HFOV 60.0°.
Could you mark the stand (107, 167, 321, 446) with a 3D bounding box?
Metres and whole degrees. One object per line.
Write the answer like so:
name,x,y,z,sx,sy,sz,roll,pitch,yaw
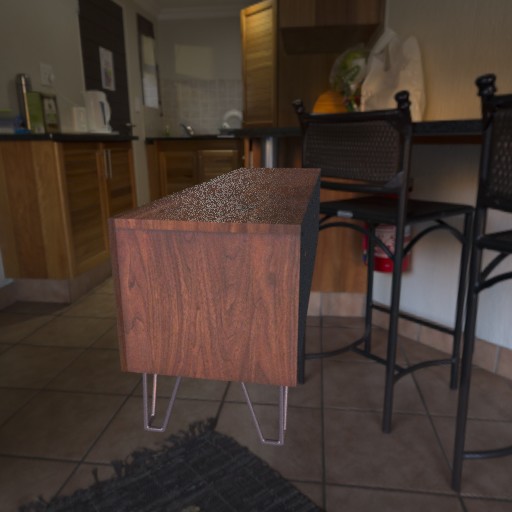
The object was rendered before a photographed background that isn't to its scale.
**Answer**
stand,0.000,0.000,1.869,0.481,0.610,1.626,3,16,9
